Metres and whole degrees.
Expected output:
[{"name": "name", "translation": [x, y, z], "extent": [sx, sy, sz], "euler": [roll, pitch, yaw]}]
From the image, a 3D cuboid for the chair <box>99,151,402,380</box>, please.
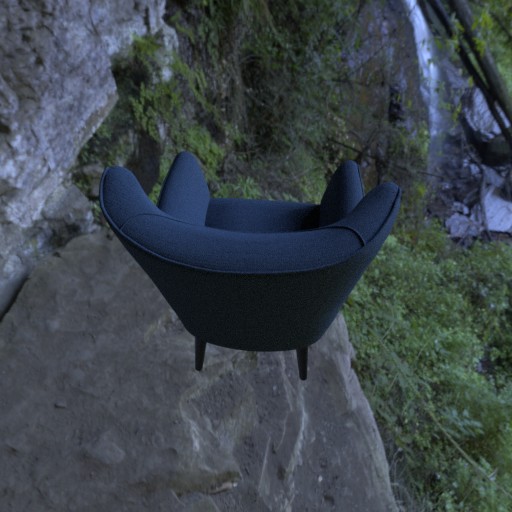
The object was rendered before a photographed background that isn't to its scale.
[{"name": "chair", "translation": [0.000, 0.000, 1.593], "extent": [0.781, 0.933, 0.888], "euler": [4, 46, 4]}]
